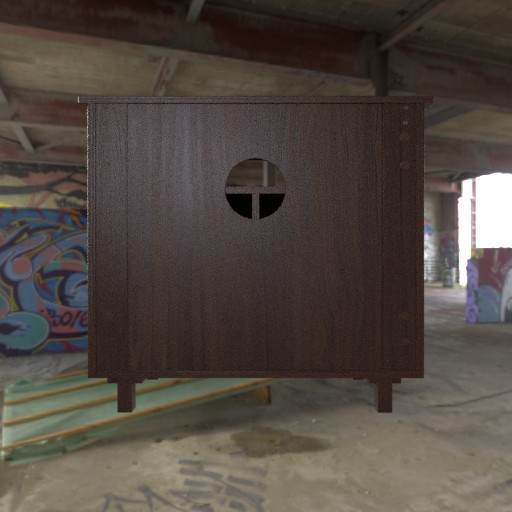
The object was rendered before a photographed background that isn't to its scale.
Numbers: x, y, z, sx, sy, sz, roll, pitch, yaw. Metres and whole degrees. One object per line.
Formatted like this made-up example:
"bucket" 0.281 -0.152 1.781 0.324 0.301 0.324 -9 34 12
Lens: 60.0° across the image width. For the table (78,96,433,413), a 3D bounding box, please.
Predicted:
"table" 0.000 0.000 1.197 0.802 0.725 0.390 0 0 0
